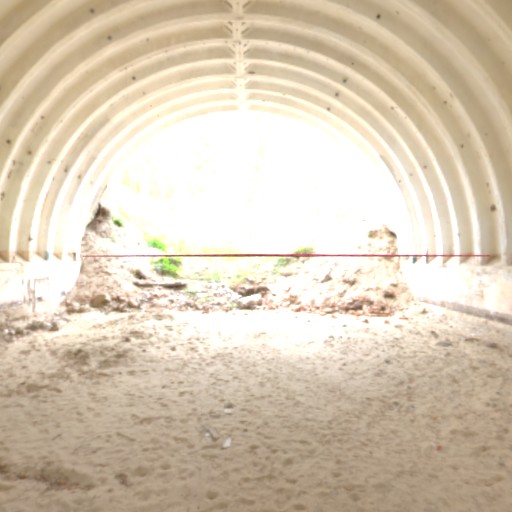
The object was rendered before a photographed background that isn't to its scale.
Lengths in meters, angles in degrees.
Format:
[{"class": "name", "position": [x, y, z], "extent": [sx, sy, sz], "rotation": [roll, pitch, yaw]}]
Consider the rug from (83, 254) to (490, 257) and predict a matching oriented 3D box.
[{"class": "rug", "position": [0.000, 0.000, 4.303], "extent": [2.389, 0.011, 3.306], "rotation": [0, 0, -36]}]
